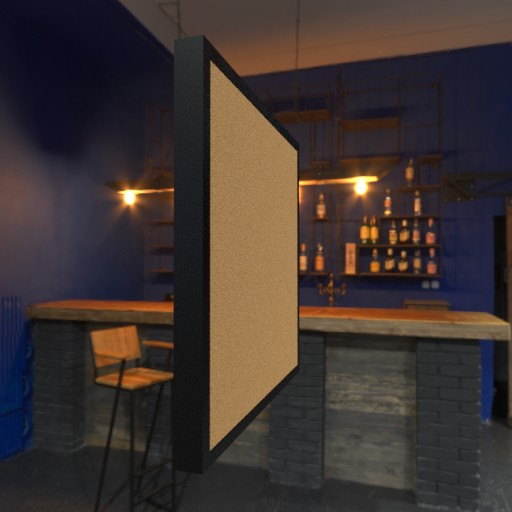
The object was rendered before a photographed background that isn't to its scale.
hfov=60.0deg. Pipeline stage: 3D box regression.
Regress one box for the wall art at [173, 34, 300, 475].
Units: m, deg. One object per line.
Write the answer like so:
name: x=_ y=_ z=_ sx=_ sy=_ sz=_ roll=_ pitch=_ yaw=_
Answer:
wall art: x=0.000 y=0.000 z=0.755 sx=0.038 sy=0.506 sz=0.506 roll=0 pitch=-1 yaw=18
